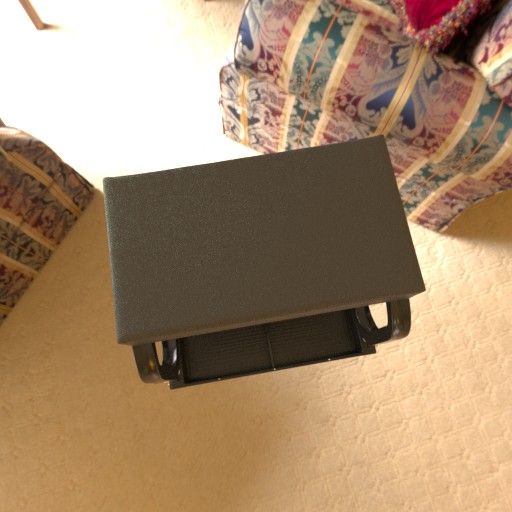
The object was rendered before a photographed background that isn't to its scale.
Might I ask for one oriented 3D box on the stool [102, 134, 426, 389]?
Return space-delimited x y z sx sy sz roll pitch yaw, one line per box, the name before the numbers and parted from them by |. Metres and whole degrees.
stool | 0.000 0.000 0.727 0.446 0.380 0.371 -9 75 -2
